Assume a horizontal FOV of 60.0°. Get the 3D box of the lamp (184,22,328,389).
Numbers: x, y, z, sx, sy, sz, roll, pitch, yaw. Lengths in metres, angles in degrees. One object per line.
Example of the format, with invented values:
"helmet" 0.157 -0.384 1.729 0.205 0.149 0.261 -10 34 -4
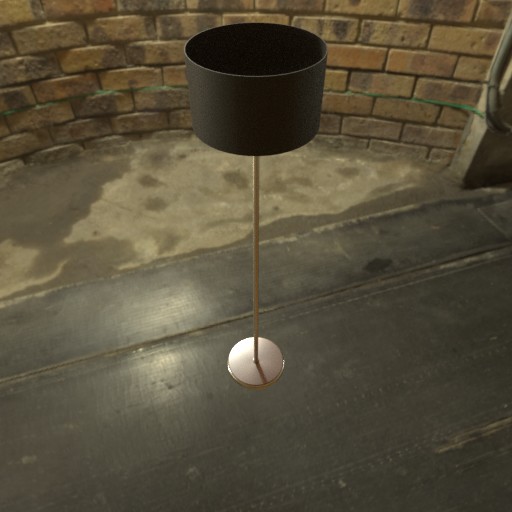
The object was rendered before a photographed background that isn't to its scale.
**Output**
"lamp" 0.000 0.000 1.588 0.348 1.443 0.348 25 50 23
